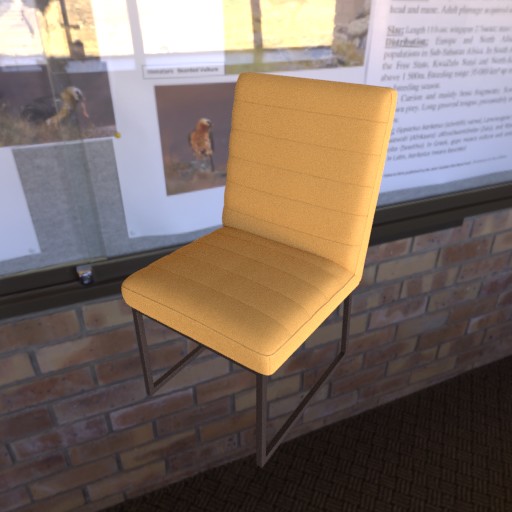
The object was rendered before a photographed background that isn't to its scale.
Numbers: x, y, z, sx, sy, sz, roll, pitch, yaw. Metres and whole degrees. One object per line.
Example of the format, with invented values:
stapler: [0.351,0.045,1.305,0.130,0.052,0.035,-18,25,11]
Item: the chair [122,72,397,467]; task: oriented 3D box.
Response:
chair: [0.000,0.000,1.325,0.520,0.930,0.634,20,36,30]
